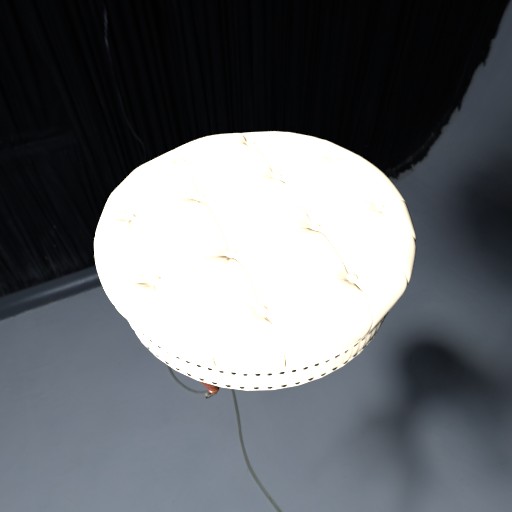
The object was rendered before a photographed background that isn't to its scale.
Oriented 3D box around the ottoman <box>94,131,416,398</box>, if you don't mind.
[{"bbox_3d":[0.000,0.000,1.381,0.901,0.439,0.901,0,48,0],"label":"ottoman"}]
